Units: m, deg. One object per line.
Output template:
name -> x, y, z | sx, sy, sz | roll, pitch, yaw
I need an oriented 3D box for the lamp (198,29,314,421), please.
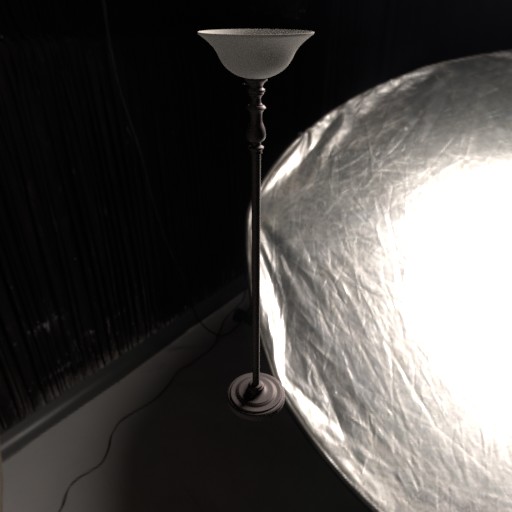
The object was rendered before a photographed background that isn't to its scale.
lamp -> 0.000, 0.000, 1.986 | 0.405, 1.797, 0.405 | 20, 35, 31
